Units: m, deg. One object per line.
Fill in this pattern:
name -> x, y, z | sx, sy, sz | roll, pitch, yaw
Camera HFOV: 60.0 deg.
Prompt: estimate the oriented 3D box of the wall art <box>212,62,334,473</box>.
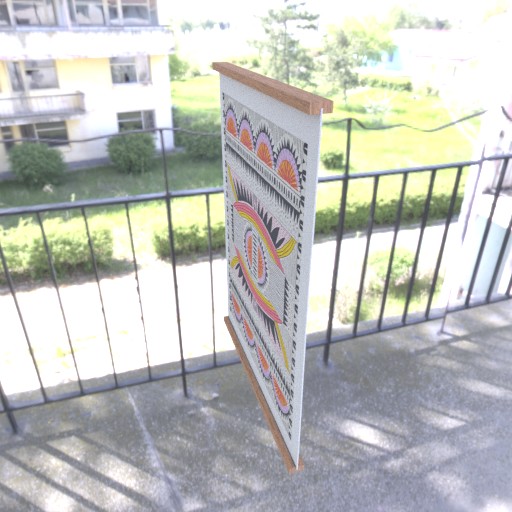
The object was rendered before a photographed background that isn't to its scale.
wall art -> 0.000, 0.000, 0.805 | 0.028, 0.609, 0.456 | -9, 30, -16
